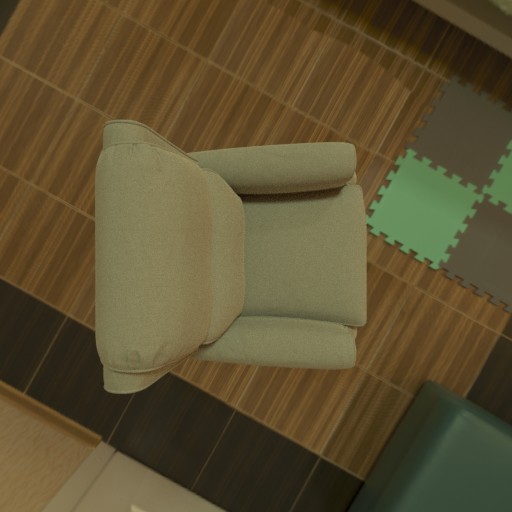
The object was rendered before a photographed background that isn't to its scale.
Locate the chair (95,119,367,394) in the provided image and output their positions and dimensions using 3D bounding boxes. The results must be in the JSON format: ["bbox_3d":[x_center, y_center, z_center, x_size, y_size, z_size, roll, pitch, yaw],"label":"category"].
[{"bbox_3d":[0.000,0.000,1.718,0.919,1.046,0.859,0,90,0],"label":"chair"}]
